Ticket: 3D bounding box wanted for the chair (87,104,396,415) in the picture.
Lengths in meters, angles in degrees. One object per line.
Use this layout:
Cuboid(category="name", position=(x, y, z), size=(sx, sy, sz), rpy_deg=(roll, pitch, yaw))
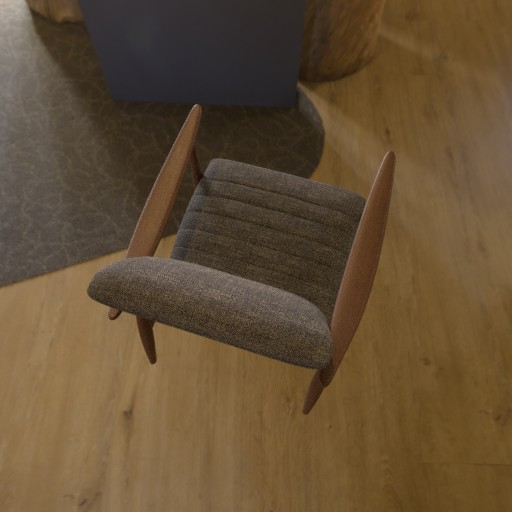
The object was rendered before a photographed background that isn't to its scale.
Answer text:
Cuboid(category="chair", position=(0.000, 0.000, 1.457), size=(0.741, 0.832, 0.798), rpy_deg=(16, 64, 8))
